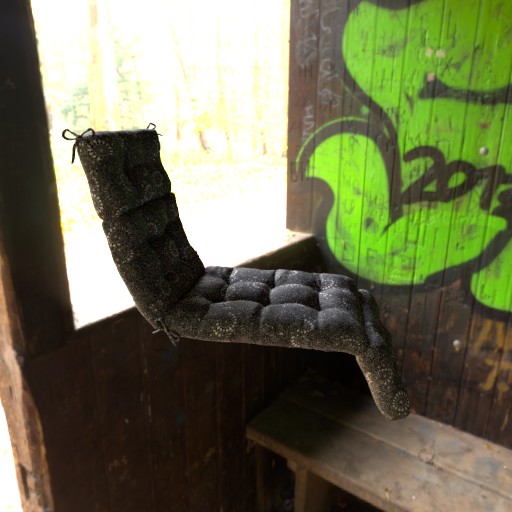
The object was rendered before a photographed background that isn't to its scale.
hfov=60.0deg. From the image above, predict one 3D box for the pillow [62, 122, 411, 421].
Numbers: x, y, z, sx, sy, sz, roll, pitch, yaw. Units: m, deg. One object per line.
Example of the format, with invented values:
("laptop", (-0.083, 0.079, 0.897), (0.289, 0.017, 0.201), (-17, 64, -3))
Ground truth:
("pillow", (0.000, 0.000, 1.503), (1.016, 0.863, 0.526), (3, 17, 8))
